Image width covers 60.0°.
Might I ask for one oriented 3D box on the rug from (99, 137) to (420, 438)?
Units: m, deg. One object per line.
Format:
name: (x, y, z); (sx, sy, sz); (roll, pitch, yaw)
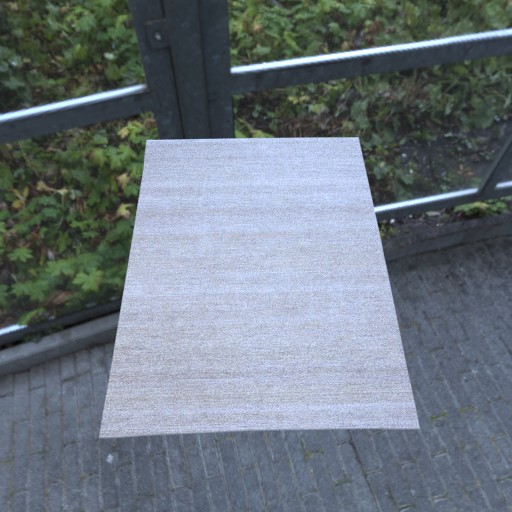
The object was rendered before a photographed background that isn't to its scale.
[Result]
rug: (0.000, 0.000, 4.259); (2.467, 0.046, 3.245); (-1, 57, -1)
